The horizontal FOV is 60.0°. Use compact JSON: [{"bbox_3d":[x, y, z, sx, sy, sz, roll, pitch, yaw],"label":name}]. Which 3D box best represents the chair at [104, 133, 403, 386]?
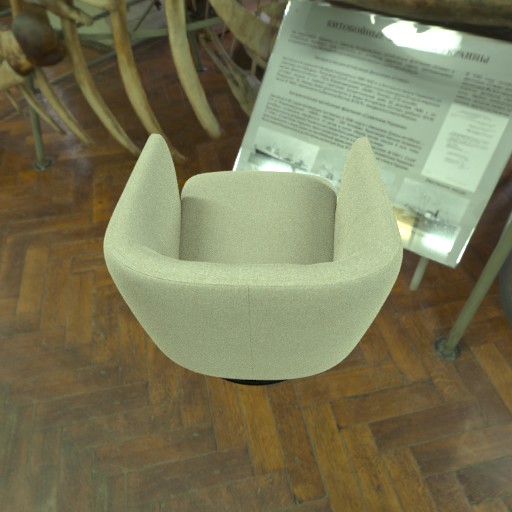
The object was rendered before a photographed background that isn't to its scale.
[{"bbox_3d":[0.000,0.000,1.619,0.822,0.861,0.986,1,47,1],"label":"chair"}]
